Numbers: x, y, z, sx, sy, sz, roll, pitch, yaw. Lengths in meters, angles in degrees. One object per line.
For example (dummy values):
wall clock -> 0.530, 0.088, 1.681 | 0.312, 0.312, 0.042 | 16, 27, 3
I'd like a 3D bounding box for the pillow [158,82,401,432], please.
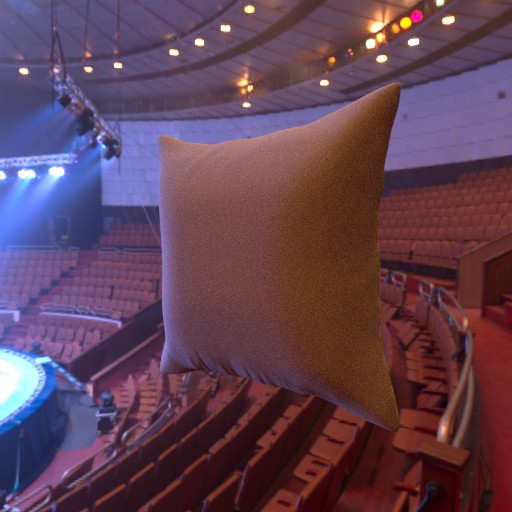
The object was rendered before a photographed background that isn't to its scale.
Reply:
pillow -> 0.000, 0.000, 0.772 | 0.504, 0.494, 0.188 | 1, 1, 37
